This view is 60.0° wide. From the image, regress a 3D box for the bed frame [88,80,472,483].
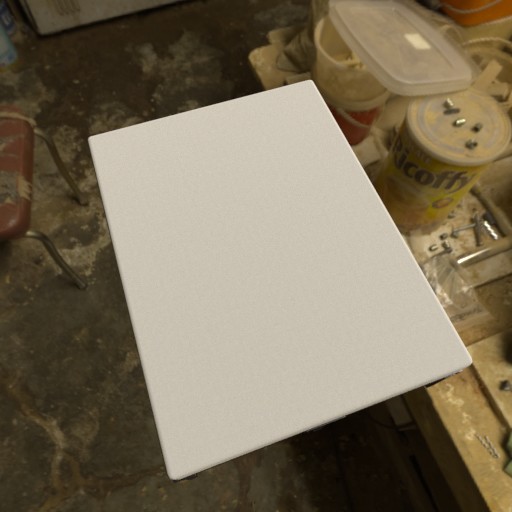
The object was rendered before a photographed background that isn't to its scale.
[{"bbox_3d":[0.000,0.000,3.440,1.990,0.680,2.635,-18,65,-9],"label":"bed frame"}]
